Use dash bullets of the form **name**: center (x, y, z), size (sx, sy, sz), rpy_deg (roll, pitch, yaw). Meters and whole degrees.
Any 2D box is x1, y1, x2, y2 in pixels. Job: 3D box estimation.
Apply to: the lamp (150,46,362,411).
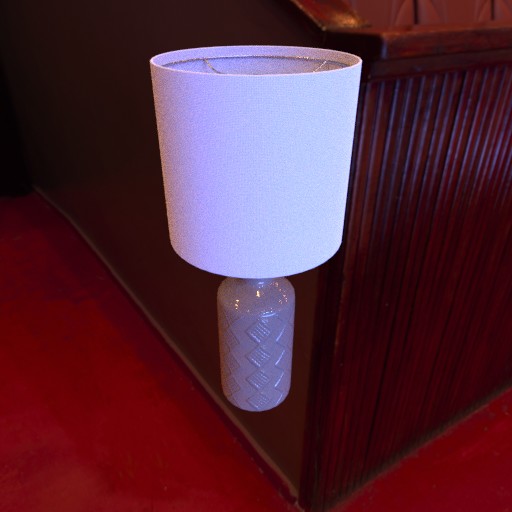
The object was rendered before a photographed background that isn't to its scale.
- **lamp**: center (0.000, 0.000, 0.559), size (0.207, 0.461, 0.207), rpy_deg (-21, 37, -31)
